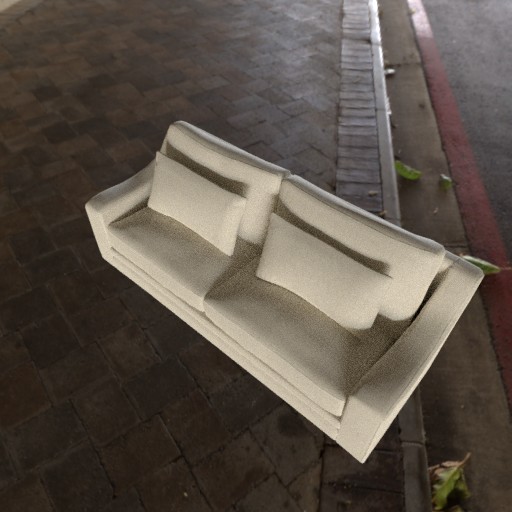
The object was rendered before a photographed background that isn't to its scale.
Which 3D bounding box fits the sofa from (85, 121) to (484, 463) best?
[{"bbox_3d":[0.000,0.000,2.953,2.470,1.022,1.009,32,54,27],"label":"sofa"}]
